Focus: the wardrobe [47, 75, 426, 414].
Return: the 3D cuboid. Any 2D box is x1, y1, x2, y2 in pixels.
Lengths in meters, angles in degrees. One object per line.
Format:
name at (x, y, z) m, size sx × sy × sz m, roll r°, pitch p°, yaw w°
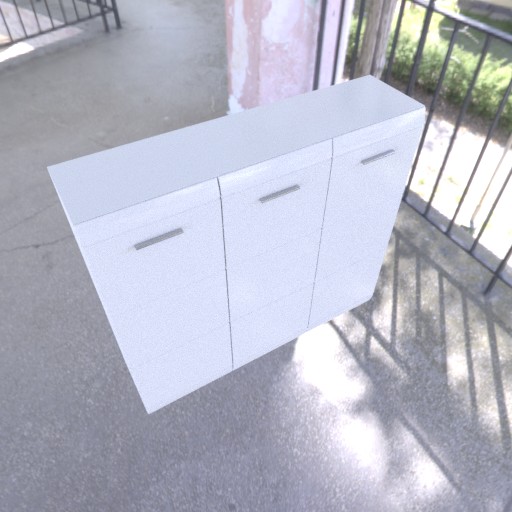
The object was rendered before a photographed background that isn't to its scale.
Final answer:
wardrobe at (0.000, 0.000, 1.976) m, size 1.340 × 1.200 × 0.360 m, roll -23°, pitch 50°, yaw -21°
